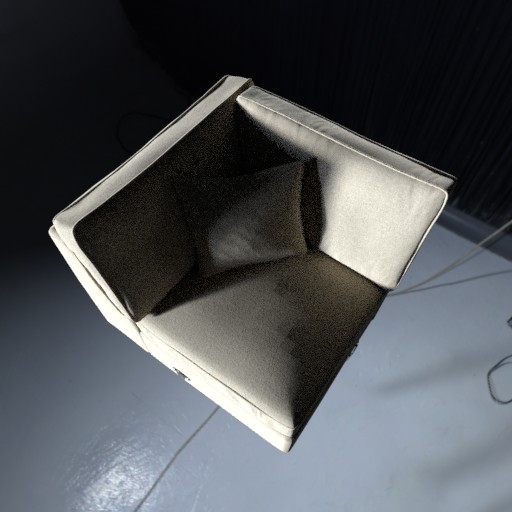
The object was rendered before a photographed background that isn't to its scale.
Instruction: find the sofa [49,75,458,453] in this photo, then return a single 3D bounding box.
[{"bbox_3d":[0.000,0.000,1.917,1.146,1.002,1.084,30,62,18],"label":"sofa"}]
